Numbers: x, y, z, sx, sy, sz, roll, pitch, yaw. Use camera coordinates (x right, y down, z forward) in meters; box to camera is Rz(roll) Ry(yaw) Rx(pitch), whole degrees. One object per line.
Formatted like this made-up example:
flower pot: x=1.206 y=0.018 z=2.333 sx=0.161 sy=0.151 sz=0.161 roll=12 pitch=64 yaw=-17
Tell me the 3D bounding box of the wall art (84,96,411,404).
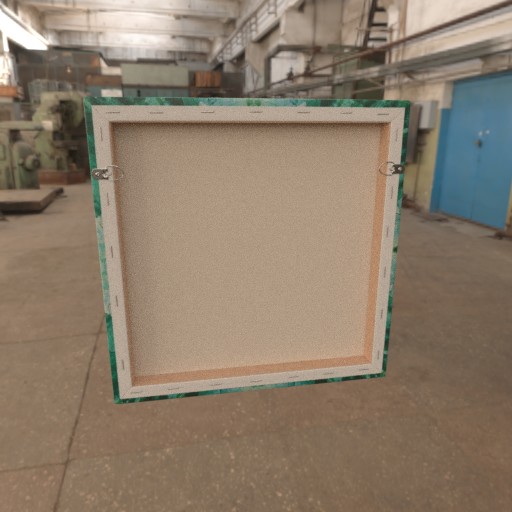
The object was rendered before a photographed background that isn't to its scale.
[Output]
wall art: x=0.000 y=0.000 z=0.759 sx=0.507 sy=0.508 sz=0.038 roll=-3 pitch=16 yaw=-10
